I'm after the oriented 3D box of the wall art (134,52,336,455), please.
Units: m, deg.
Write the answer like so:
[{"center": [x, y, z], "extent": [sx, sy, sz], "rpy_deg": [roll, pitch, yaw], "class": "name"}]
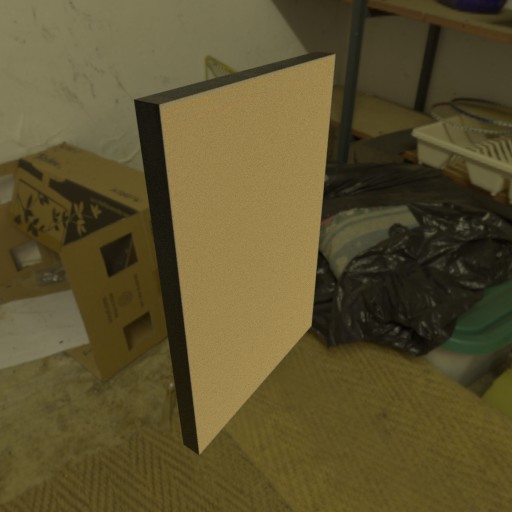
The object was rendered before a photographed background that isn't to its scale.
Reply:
[{"center": [0.000, 0.000, 0.586], "extent": [0.031, 0.457, 0.313], "rpy_deg": [20, 38, 29], "class": "wall art"}]
